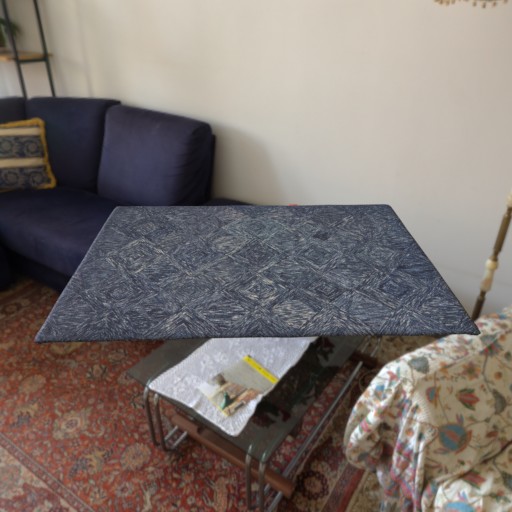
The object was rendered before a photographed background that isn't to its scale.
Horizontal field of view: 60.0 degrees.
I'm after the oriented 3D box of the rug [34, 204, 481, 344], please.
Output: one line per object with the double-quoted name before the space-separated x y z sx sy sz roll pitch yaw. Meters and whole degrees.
"rug" 0.000 0.000 4.203 3.245 0.024 2.385 -1 30 -1
